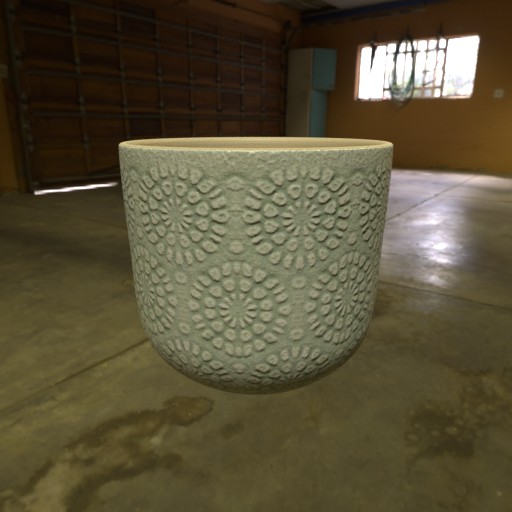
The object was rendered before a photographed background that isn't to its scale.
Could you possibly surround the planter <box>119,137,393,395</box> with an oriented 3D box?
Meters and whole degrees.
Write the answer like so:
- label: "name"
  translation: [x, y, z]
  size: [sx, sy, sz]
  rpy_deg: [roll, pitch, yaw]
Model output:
- label: "planter"
  translation: [0.000, 0.000, 0.306]
  size: [0.169, 0.153, 0.169]
  rpy_deg: [0, 17, 0]
